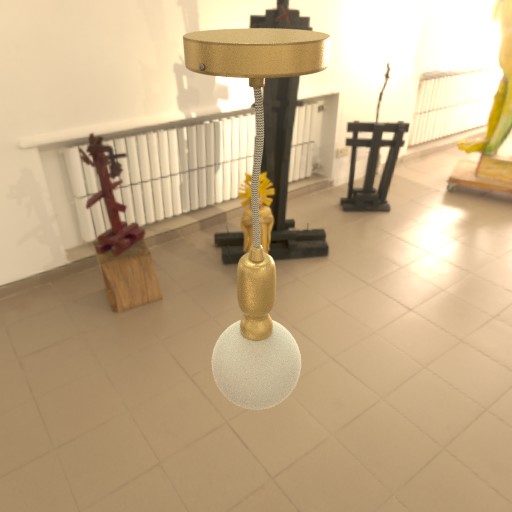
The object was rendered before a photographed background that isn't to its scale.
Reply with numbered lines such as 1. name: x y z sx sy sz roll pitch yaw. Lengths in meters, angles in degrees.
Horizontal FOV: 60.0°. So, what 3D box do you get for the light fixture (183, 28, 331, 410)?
1. light fixture: 0.000 0.000 0.568 0.147 0.510 0.146 -22 38 -31
